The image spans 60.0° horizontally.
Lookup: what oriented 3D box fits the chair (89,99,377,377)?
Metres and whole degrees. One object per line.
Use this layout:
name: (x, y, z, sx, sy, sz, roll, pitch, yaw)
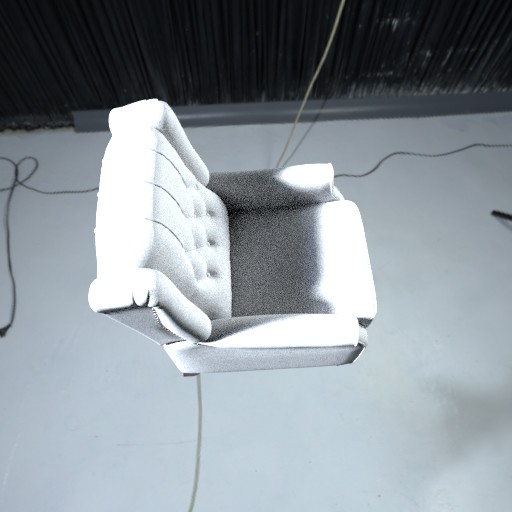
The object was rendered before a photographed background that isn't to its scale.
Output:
chair: (0.000, 0.000, 1.672, 0.902, 1.035, 0.742, -3, 64, -1)
